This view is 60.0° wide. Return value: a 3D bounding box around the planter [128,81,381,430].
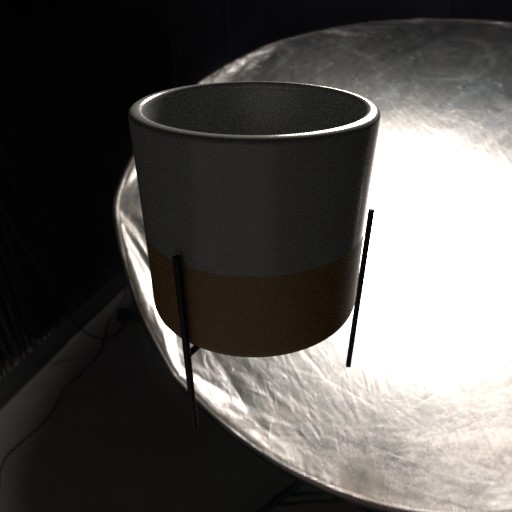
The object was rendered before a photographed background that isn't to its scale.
[{"bbox_3d":[0.000,0.000,0.648,0.310,0.432,0.310,10,33,16],"label":"planter"}]
